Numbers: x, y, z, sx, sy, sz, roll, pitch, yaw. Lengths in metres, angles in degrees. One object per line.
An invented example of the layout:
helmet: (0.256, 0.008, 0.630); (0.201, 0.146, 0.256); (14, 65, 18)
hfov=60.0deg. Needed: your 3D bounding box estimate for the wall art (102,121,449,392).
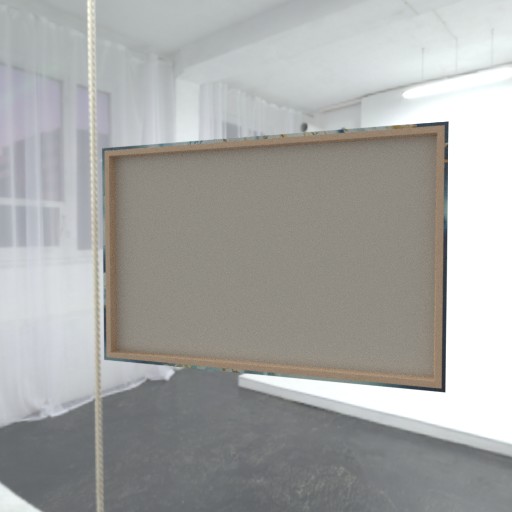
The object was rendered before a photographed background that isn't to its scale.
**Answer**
wall art: (0.000, 0.000, 1.150); (0.912, 0.608, 0.038); (1, 2, 18)
